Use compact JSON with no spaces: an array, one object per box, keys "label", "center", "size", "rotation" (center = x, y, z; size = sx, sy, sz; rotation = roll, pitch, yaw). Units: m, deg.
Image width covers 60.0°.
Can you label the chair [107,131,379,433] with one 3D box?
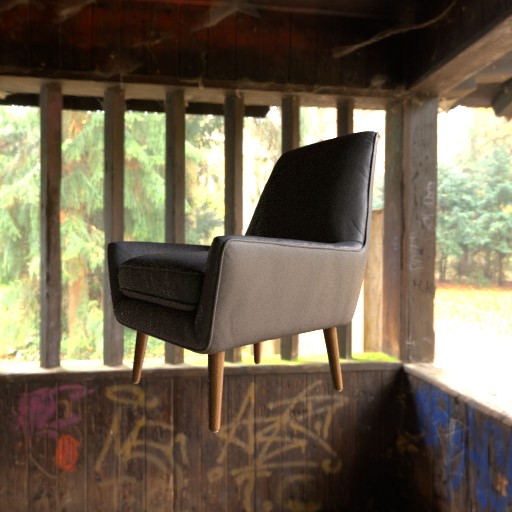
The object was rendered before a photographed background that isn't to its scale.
[{"label":"chair","center":[0.000,0.000,1.532],"size":[0.822,0.888,0.787],"rotation":[0,1,-37]}]
